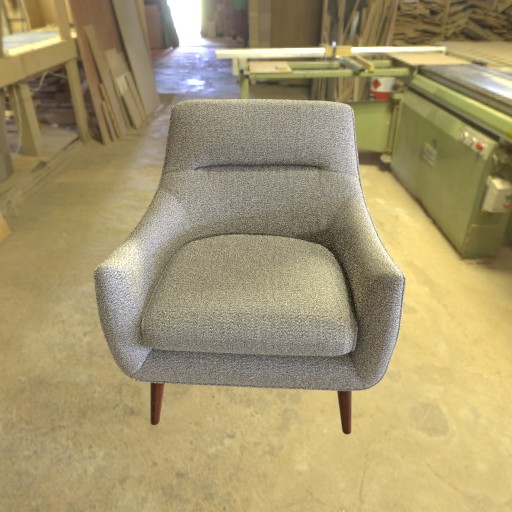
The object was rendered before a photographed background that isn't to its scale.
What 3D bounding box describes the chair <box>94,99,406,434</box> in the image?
[{"bbox_3d":[0.000,0.000,1.428,0.762,0.838,0.787,2,31,3],"label":"chair"}]
